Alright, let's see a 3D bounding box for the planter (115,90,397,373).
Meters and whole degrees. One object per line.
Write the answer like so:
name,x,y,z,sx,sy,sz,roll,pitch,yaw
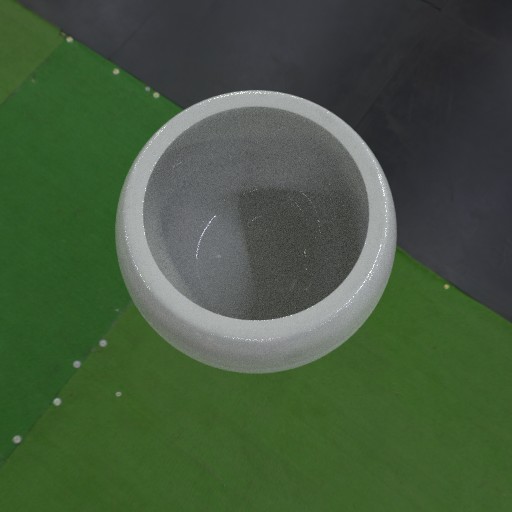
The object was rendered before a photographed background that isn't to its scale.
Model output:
planter,0.000,0.000,0.436,0.222,0.278,0.222,0,76,0
